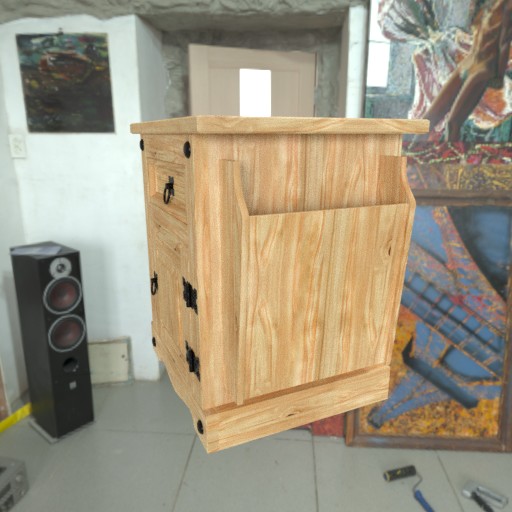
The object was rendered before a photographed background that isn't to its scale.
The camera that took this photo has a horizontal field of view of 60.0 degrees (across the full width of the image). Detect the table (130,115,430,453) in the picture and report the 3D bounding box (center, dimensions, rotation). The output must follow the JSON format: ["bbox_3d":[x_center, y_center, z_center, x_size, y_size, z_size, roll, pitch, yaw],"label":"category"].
[{"bbox_3d":[0.000,0.000,0.888,0.380,0.515,0.530,-7,17,-24],"label":"table"}]
